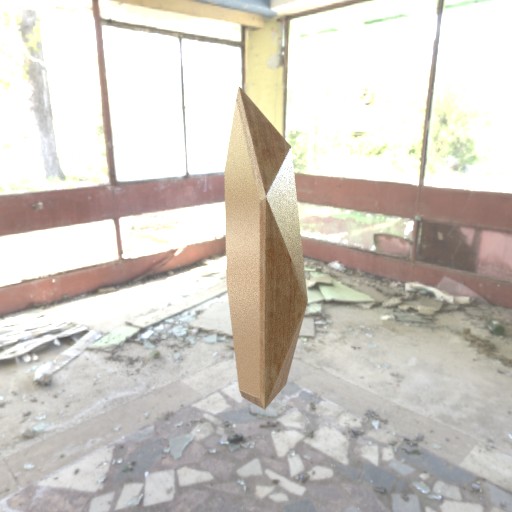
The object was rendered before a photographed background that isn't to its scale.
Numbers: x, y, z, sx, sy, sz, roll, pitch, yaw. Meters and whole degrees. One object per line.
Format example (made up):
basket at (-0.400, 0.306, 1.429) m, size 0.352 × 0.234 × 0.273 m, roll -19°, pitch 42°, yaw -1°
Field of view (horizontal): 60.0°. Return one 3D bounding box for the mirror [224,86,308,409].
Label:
mirror at (0.000, 0.000, 1.082) m, size 0.091 × 0.779 × 0.675 m, roll -3°, pitch 16°, yaw -9°
